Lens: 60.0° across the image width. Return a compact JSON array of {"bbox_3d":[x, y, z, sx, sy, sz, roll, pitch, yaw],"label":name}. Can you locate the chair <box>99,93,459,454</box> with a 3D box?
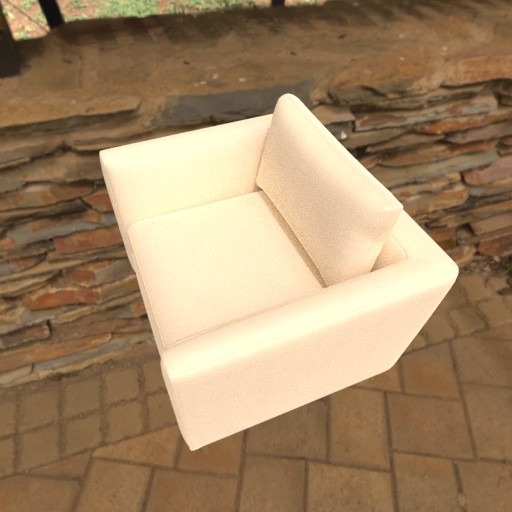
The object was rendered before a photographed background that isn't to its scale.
[{"bbox_3d":[0.000,0.000,1.661,0.889,0.865,1.041,-17,49,-15],"label":"chair"}]
